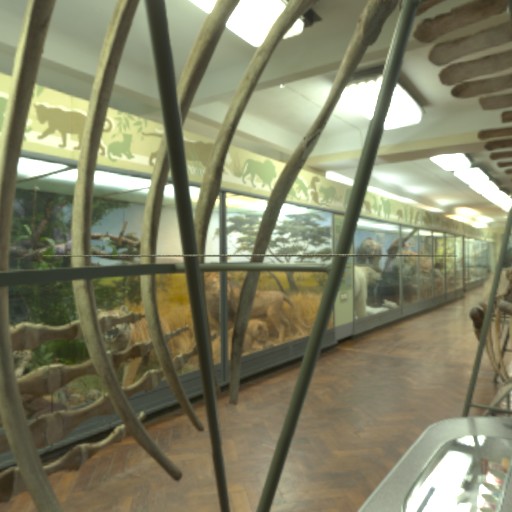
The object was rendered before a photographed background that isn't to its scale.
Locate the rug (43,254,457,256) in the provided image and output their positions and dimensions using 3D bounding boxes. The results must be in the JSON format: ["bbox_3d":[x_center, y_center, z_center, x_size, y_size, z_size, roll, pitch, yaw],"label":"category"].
[{"bbox_3d":[0.000,0.000,4.148,3.037,0.010,2.453,0,0,36],"label":"rug"}]
